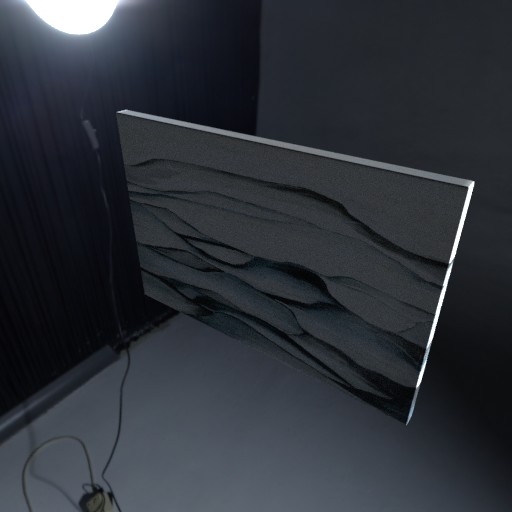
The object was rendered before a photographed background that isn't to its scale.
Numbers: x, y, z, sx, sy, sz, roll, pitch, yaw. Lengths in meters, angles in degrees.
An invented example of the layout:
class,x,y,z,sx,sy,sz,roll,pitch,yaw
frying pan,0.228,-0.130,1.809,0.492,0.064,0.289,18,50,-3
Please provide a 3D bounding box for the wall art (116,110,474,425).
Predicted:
class,x,y,z,sx,sy,sz,roll,pitch,yaw
wall art,0.000,0.000,1.146,0.914,0.609,0.039,20,37,30
